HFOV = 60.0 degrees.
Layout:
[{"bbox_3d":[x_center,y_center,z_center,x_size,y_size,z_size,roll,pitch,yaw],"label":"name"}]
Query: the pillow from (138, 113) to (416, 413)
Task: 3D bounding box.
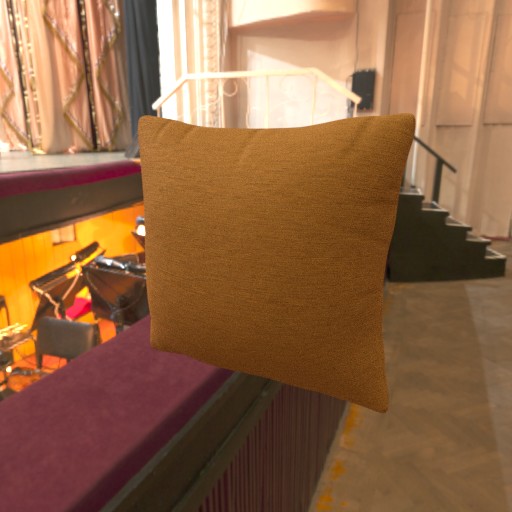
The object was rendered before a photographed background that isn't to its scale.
[{"bbox_3d":[0.000,0.000,0.683,0.435,0.417,0.247,8,18,26],"label":"pillow"}]
